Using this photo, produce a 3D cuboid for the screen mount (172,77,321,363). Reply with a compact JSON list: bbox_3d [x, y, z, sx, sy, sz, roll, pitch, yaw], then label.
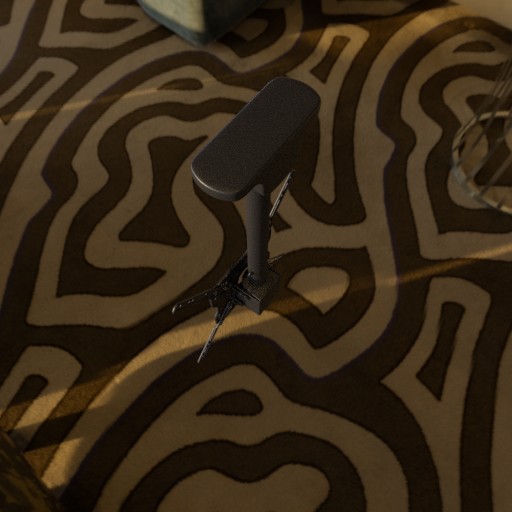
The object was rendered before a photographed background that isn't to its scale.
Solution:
[{"bbox_3d":[0.000,0.000,0.893,0.090,0.729,0.393,33,68,15],"label":"screen mount"}]
